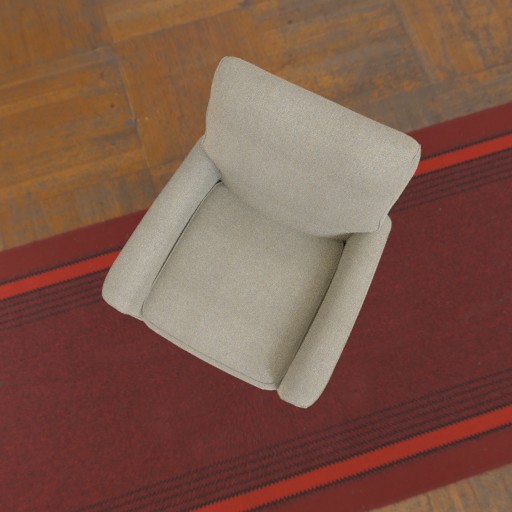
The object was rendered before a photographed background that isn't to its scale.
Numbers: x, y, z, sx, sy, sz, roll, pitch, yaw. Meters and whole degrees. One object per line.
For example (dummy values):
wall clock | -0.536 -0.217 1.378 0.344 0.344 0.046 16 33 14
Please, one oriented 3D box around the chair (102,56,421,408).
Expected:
chair | 0.000 0.000 1.647 0.850 1.006 0.853 27 78 6
